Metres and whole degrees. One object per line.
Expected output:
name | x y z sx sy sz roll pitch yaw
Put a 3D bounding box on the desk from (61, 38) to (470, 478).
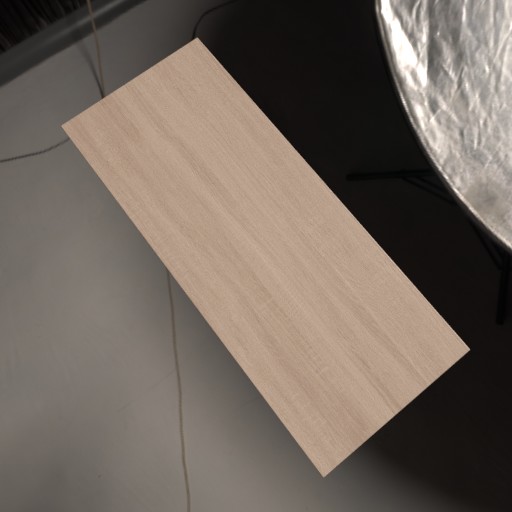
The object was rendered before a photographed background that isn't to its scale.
desk | 0.000 0.000 1.774 0.600 0.740 1.390 -37 79 -8
